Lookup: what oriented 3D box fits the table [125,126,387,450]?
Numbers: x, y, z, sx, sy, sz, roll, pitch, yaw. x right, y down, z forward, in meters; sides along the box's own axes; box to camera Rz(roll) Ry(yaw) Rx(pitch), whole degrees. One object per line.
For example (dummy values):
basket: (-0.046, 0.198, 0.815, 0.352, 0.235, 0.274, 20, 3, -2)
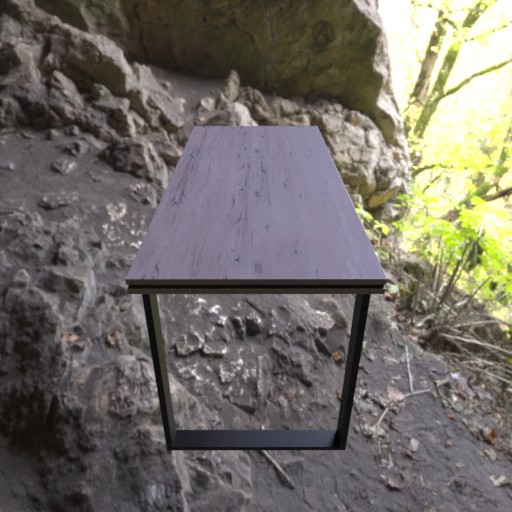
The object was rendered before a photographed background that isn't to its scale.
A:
table: (0.000, 0.000, 2.337, 0.795, 0.899, 1.778, 0, 31, 0)
